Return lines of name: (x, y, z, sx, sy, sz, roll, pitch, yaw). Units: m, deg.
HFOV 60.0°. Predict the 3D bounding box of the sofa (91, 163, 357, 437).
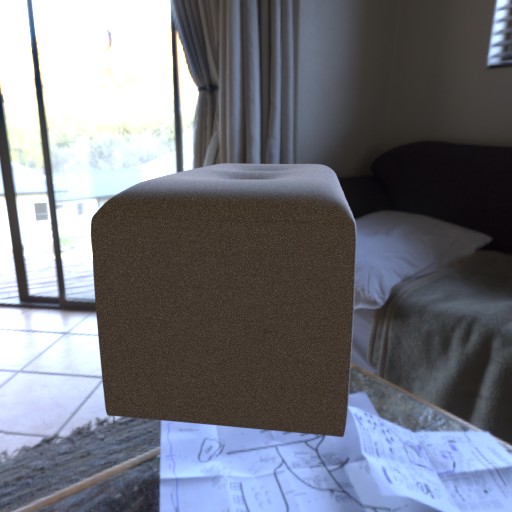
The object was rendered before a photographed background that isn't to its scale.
sofa: (0.000, 0.000, 1.221, 0.480, 0.470, 0.930, 2, 15, 8)
